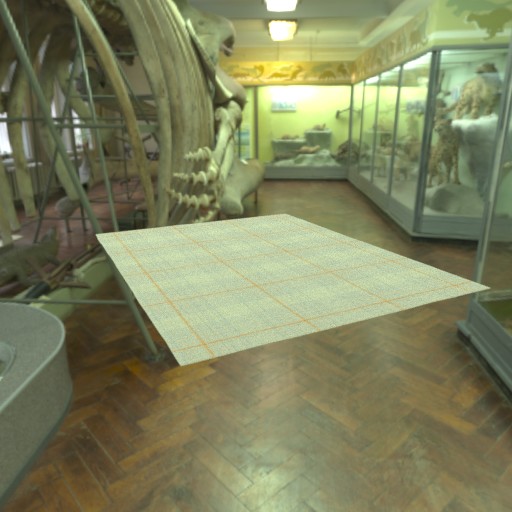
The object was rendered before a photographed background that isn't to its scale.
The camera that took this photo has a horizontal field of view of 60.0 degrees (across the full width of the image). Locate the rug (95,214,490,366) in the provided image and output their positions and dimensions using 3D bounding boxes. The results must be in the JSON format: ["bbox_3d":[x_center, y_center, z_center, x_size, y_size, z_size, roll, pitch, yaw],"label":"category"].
[{"bbox_3d":[0.000,0.000,4.131,2.448,0.021,3.051,-9,19,-26],"label":"rug"}]
